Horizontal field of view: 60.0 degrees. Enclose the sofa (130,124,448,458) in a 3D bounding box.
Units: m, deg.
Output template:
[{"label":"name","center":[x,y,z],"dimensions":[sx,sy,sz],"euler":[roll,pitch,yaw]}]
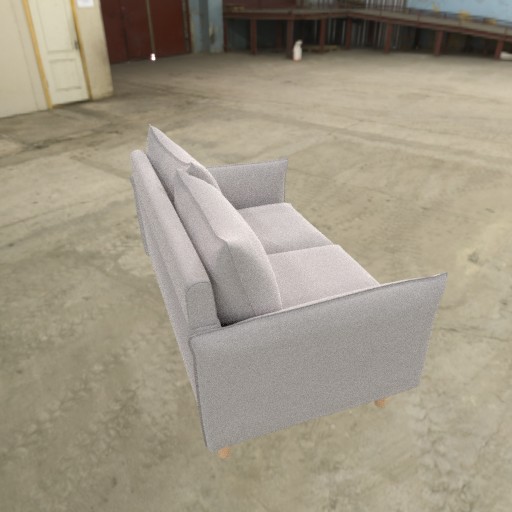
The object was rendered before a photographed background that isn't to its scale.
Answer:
[{"label":"sofa","center":[0.000,0.000,1.809],"dimensions":[0.820,0.840,1.300],"euler":[-10,32,-17]}]
